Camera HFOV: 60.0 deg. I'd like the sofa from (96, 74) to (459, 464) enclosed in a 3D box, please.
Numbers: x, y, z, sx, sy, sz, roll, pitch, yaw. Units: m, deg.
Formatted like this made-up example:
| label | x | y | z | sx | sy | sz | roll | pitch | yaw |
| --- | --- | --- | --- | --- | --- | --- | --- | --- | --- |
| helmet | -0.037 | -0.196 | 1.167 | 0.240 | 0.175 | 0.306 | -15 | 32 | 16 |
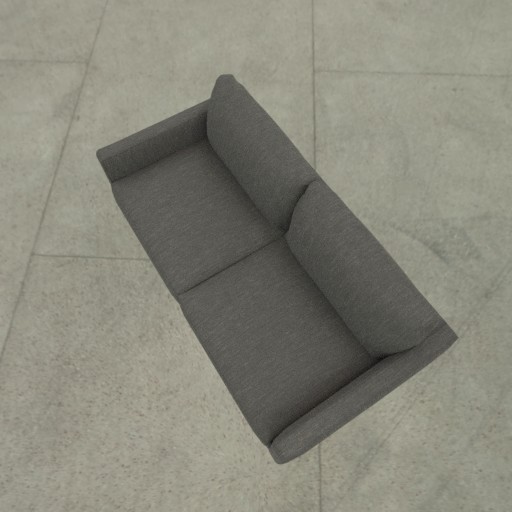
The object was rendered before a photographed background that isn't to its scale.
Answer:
| label | x | y | z | sx | sy | sz | roll | pitch | yaw |
| --- | --- | --- | --- | --- | --- | --- | --- | --- | --- |
| sofa | 0.000 | 0.000 | 2.142 | 0.875 | 0.840 | 1.682 | -30 | 68 | -14 |
